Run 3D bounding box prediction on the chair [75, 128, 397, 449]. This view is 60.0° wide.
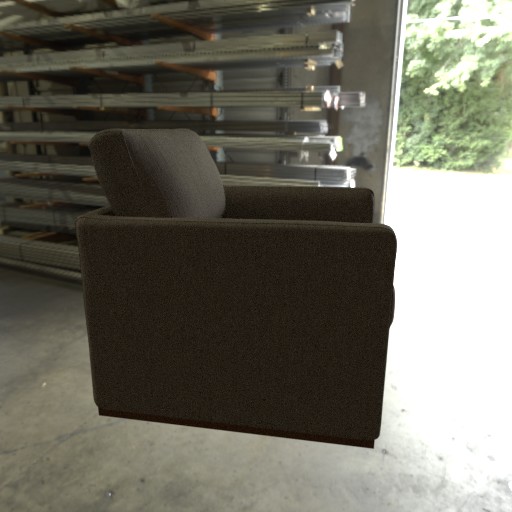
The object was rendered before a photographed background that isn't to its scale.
[{"bbox_3d":[0.000,0.000,1.462,0.834,0.811,0.763,3,16,10],"label":"chair"}]
